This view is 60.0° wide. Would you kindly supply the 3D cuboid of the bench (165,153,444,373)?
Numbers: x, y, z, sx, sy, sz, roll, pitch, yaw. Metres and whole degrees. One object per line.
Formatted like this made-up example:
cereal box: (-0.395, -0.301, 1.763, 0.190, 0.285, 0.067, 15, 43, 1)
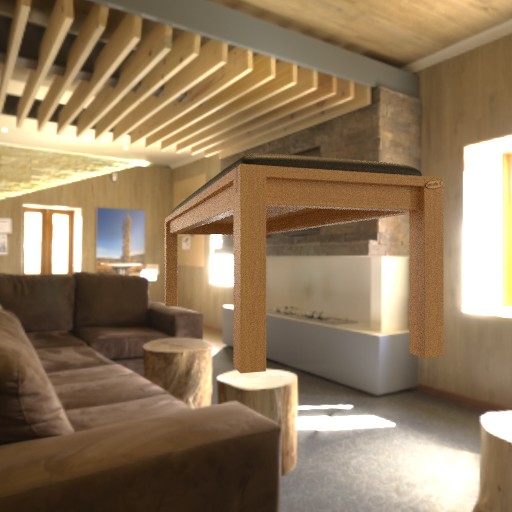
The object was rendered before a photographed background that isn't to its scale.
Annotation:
bench: (0.000, 0.000, 1.443, 0.450, 0.430, 1.202, 0, 0, -18)
